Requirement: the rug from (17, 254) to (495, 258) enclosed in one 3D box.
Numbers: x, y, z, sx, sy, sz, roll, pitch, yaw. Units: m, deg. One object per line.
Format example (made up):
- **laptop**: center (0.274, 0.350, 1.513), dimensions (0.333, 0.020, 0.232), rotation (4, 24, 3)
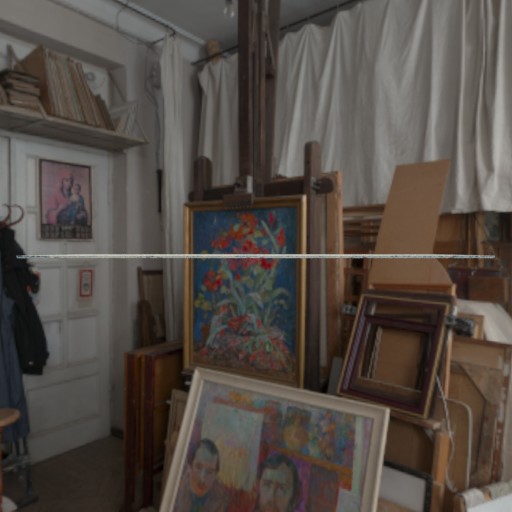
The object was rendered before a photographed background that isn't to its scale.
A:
- **rug**: center (0.000, 0.000, 2.633), dimensions (2.434, 0.013, 0.770), rotation (0, 1, 0)
